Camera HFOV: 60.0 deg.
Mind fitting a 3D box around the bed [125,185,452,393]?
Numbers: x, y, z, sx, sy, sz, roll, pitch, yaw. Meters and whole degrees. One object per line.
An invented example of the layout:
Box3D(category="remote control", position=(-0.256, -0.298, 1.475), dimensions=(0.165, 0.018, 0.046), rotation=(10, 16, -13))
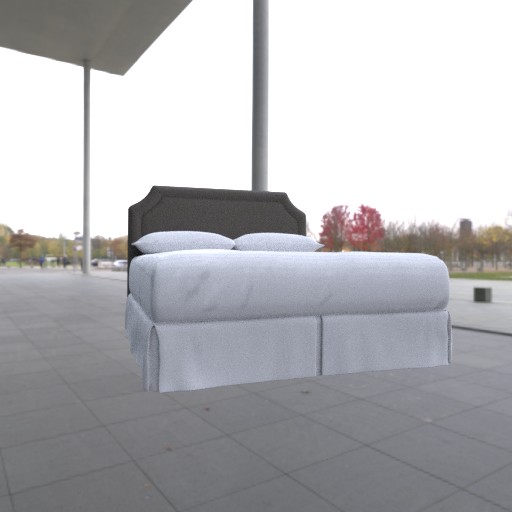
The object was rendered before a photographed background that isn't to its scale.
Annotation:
Box3D(category="bed", position=(0.000, 0.000, 3.971), dimensions=(2.194, 1.561, 2.536), rotation=(0, 0, -19))
